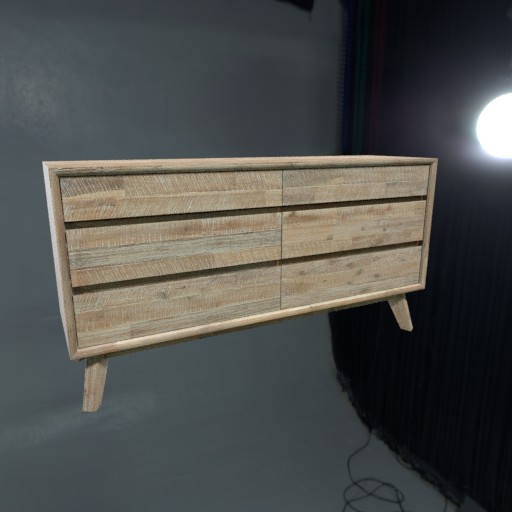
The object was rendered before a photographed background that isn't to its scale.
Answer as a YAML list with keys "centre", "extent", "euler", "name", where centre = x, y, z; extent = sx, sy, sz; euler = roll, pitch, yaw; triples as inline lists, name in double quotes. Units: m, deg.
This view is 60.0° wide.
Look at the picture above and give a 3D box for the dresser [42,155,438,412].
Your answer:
- centre: [0.000, 0.000, 1.897]
  extent: [1.554, 0.805, 0.455]
  euler: [-7, 16, -26]
  name: "dresser"
